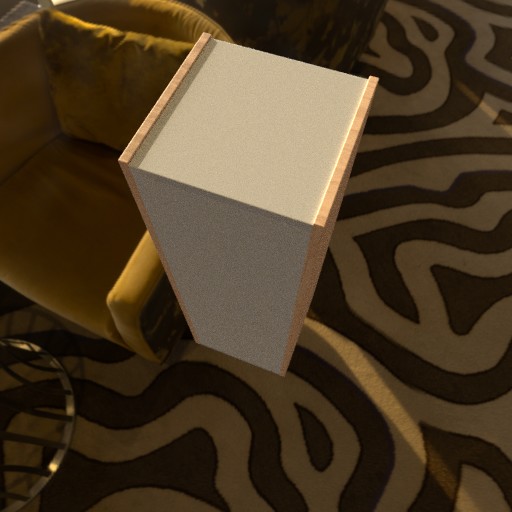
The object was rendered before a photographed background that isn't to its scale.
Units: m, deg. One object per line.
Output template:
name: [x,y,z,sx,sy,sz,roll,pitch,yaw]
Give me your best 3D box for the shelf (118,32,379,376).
shelf: [0.000,0.000,1.054,0.300,0.900,0.290,19,64,9]
